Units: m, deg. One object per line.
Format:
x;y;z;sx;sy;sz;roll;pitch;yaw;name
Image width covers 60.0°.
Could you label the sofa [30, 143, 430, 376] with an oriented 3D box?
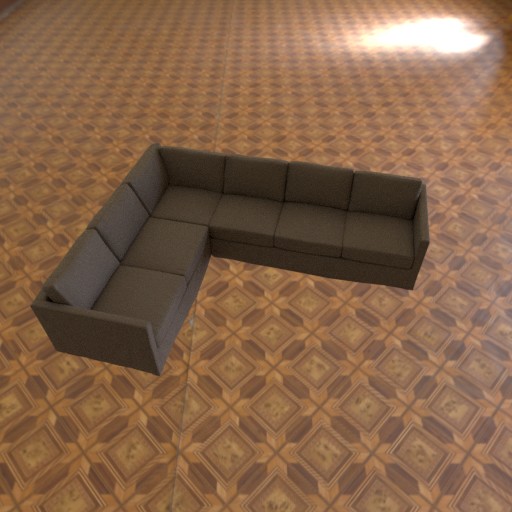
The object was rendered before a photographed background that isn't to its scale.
0.000;0.000;4.306;3.182;0.871;2.432;9;46;9;sofa
